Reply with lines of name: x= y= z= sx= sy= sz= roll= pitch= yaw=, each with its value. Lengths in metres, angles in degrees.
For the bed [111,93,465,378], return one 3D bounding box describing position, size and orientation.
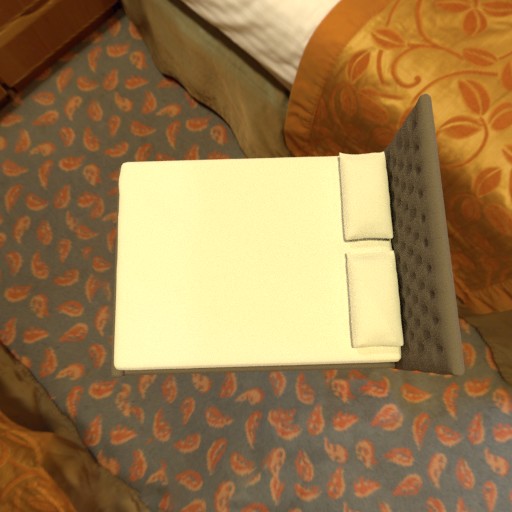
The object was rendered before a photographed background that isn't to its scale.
bed: x=0.000 y=0.000 z=3.227 sx=2.233 sy=1.426 sz=1.696 roll=-2 pitch=78 yaw=0
